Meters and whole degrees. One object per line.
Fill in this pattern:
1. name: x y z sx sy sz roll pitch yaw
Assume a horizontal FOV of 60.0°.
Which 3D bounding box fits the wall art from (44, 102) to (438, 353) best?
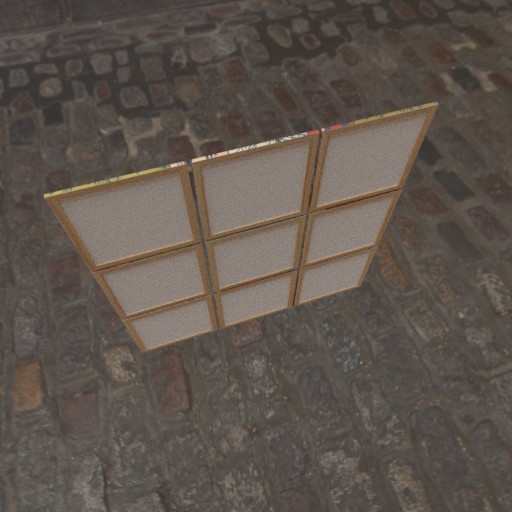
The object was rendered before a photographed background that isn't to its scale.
1. wall art: 0.000 0.000 1.814 1.206 1.218 0.013 -16 59 -10
